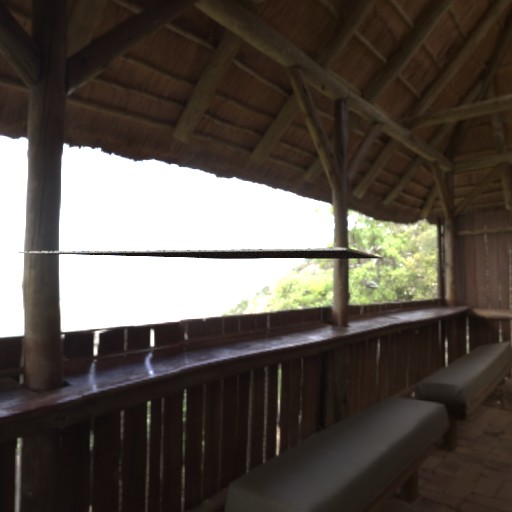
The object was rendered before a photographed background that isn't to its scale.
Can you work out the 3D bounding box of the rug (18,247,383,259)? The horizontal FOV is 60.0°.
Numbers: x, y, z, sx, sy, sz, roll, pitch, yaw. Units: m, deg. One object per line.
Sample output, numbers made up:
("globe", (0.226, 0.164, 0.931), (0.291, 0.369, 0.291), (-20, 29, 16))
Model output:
("rug", (0.000, 0.000, 2.973), (1.517, 0.011, 2.435), (0, -1, 19))
